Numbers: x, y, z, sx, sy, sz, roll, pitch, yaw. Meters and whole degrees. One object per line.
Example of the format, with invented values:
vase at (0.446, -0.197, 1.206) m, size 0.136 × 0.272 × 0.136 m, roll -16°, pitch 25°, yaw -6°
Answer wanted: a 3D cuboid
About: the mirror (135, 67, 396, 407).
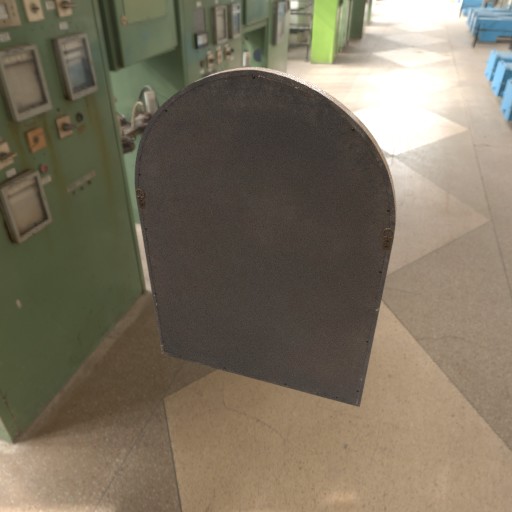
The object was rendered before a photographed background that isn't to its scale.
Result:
mirror at (0.000, 0.000, 1.161) m, size 0.660 × 0.920 × 0.032 m, roll 11°, pitch 35°, yaw 16°
